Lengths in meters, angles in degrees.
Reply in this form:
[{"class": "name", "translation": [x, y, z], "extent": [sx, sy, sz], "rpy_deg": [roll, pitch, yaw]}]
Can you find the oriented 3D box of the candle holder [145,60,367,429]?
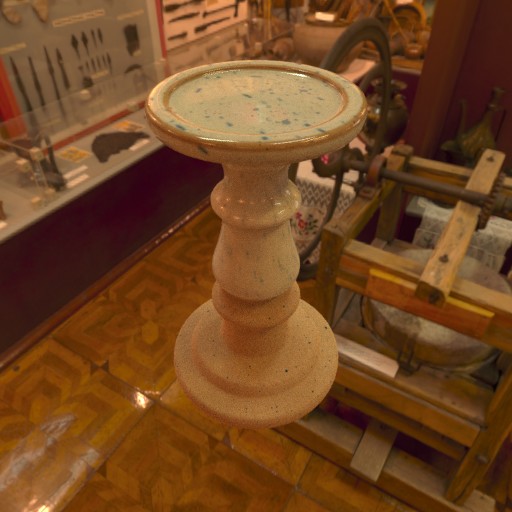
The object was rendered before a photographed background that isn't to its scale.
[{"class": "candle holder", "translation": [0.000, 0.000, 0.274], "extent": [0.123, 0.202, 0.123], "rpy_deg": [0, 41, 0]}]
